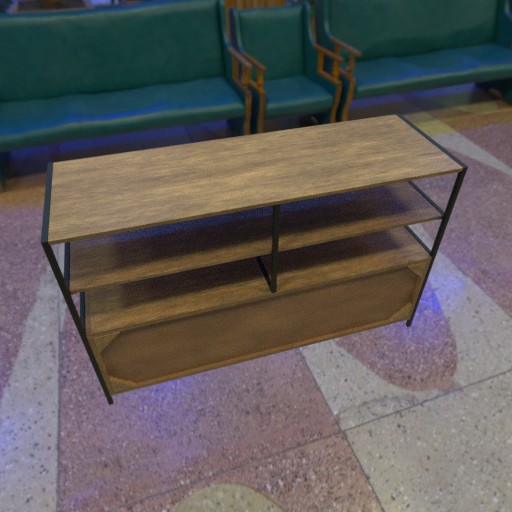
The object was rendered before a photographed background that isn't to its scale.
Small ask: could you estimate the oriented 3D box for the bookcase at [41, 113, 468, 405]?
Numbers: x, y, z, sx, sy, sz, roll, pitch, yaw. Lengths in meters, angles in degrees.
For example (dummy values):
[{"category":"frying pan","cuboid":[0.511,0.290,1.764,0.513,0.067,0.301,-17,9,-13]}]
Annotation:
[{"category":"bookcase","cuboid":[0.000,0.000,1.513,1.149,0.712,0.391,-12,43,-13]}]
